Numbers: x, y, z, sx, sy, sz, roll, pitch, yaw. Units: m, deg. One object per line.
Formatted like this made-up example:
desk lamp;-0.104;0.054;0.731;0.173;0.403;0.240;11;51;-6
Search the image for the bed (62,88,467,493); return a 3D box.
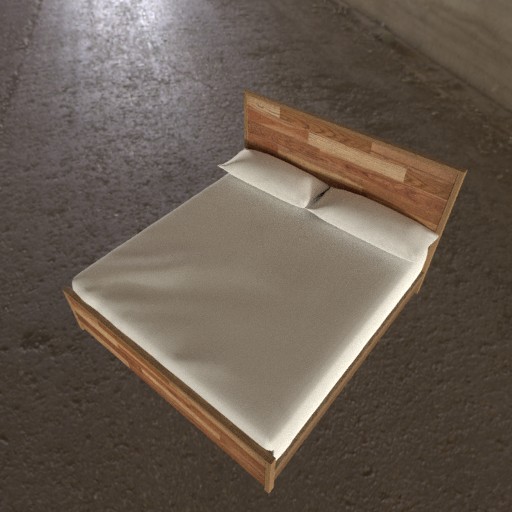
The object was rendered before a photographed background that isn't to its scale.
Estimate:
bed;0.000;0.000;3.397;2.013;1.295;2.184;30;52;27
